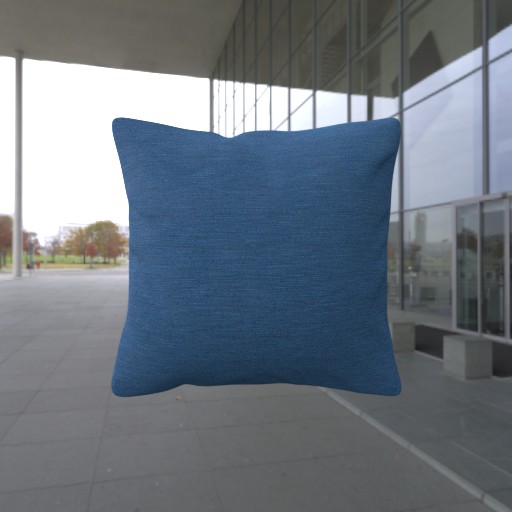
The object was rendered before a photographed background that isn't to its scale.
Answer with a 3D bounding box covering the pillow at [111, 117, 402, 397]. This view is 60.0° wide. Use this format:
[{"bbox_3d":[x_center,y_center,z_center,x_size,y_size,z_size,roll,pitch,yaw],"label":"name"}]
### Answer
[{"bbox_3d":[0.000,0.000,0.666,0.437,0.420,0.177,0,0,0],"label":"pillow"}]
